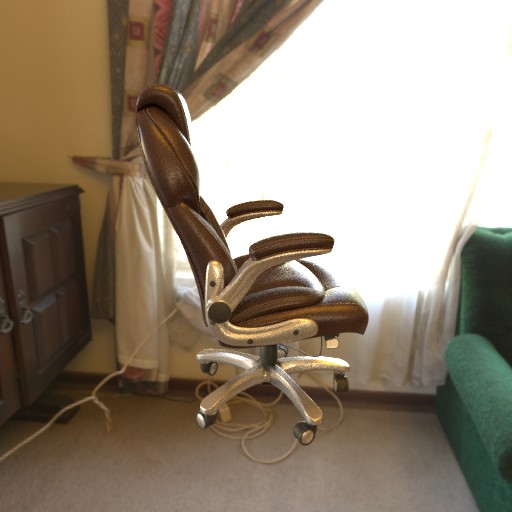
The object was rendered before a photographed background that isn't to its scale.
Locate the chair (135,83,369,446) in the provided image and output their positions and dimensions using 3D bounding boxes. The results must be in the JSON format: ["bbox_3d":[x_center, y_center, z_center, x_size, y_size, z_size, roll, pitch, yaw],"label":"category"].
[{"bbox_3d":[0.000,0.000,1.637,0.774,1.160,0.733,-3,16,-9],"label":"chair"}]
